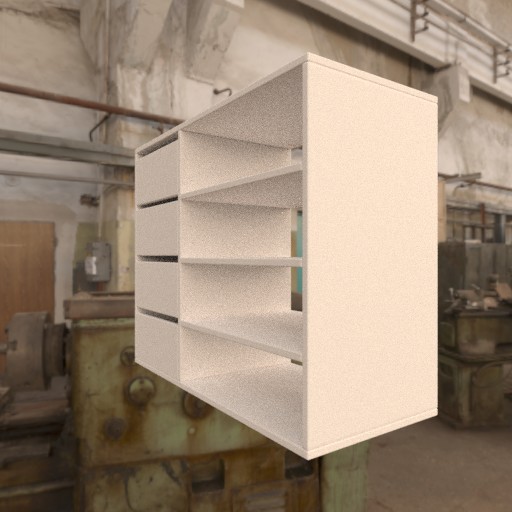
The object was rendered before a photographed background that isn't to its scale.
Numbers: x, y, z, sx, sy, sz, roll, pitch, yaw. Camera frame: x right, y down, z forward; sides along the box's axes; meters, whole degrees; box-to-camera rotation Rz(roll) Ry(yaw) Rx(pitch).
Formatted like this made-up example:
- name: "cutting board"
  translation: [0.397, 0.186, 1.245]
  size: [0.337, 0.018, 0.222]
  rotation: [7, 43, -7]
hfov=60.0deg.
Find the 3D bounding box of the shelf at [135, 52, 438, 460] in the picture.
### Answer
- name: "shelf"
  translation: [0.000, 0.000, 1.272]
  size: [0.396, 0.732, 0.895]
  rotation: [0, 0, -35]
